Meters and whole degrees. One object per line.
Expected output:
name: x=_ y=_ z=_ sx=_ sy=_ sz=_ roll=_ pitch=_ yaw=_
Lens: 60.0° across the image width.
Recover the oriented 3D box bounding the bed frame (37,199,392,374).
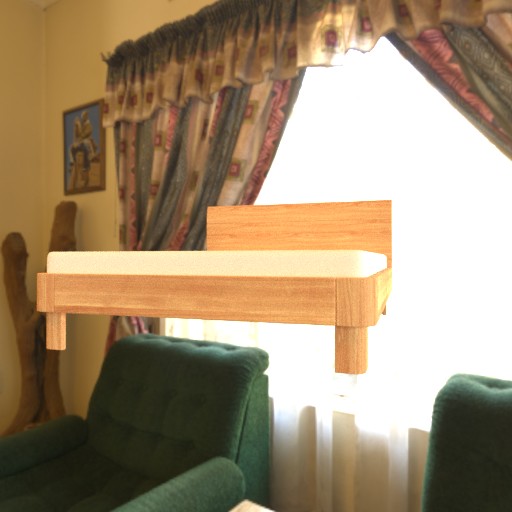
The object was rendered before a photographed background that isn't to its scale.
bed frame: x=0.000 y=0.000 z=2.925 sx=1.660 sy=0.940 sz=2.092 roll=0 pitch=0 yaw=19
